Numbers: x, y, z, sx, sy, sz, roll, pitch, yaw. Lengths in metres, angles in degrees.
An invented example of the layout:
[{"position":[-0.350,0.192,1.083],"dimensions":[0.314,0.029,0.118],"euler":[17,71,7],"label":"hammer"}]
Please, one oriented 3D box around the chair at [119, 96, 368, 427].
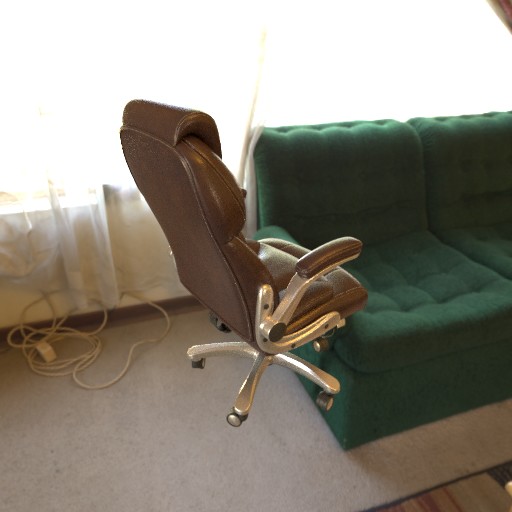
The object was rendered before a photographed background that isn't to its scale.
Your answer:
[{"position":[0.000,0.000,1.663],"dimensions":[0.774,1.160,0.733],"euler":[-18,32,-31],"label":"chair"}]
